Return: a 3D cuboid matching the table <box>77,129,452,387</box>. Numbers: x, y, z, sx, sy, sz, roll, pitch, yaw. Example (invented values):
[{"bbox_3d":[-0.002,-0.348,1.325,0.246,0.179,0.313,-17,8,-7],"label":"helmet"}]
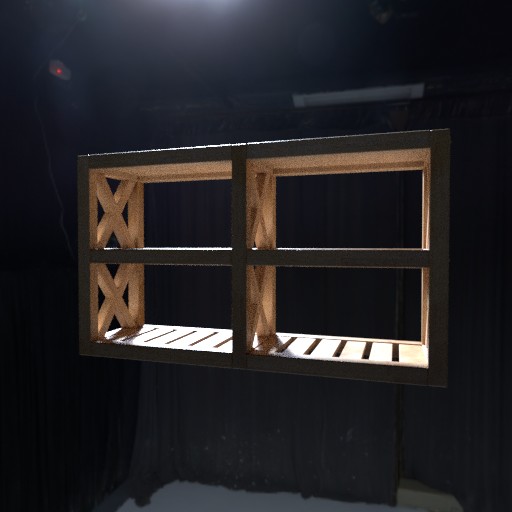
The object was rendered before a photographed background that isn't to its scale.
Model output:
[{"bbox_3d":[0.000,0.000,1.679,1.320,0.762,0.381,0,1,18],"label":"table"}]
